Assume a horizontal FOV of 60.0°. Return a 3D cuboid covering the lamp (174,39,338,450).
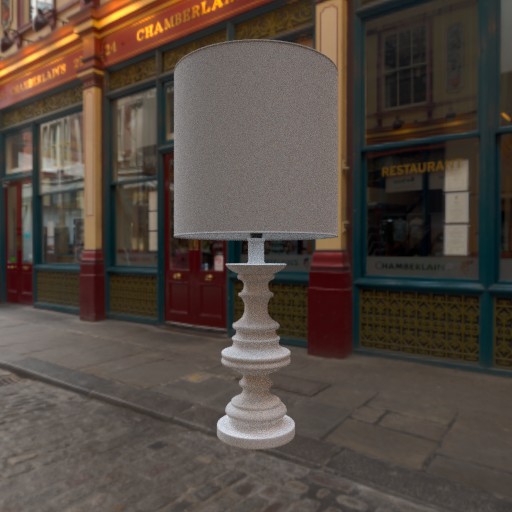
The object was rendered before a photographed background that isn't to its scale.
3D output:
[{"bbox_3d":[0.000,0.000,0.570,0.208,0.455,0.208,0,0,36],"label":"lamp"}]
